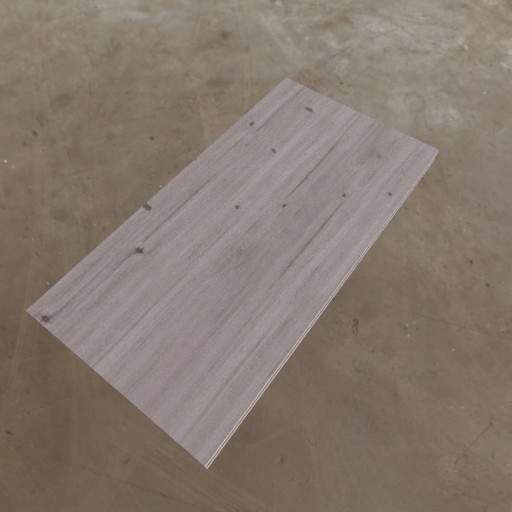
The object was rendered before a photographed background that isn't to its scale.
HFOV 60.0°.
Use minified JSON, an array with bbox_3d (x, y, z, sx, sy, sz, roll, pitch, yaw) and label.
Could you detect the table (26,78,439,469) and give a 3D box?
[{"bbox_3d":[0.000,0.000,1.683,0.700,0.450,1.350,33,64,18],"label":"table"}]
